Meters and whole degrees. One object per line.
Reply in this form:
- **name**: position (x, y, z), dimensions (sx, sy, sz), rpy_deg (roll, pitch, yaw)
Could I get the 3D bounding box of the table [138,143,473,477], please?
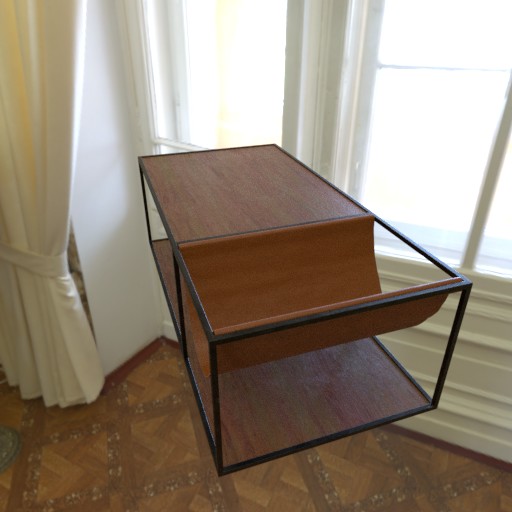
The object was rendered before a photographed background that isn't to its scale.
- **table**: position (0.000, 0.000, 1.481), dimensions (0.597, 0.403, 1.199), rpy_deg (-10, 31, -17)
